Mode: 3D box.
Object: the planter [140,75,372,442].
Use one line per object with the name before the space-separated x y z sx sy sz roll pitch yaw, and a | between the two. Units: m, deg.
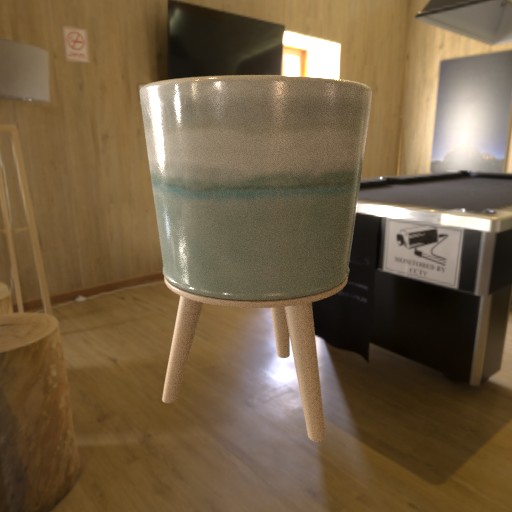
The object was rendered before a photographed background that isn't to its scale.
planter | 0.000 0.000 0.572 0.265 0.404 0.265 -7 16 -24
